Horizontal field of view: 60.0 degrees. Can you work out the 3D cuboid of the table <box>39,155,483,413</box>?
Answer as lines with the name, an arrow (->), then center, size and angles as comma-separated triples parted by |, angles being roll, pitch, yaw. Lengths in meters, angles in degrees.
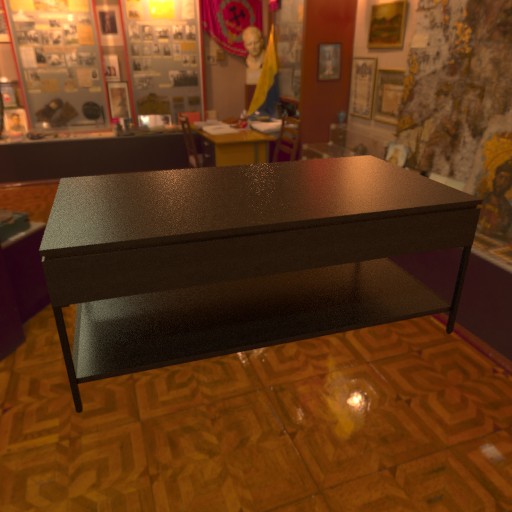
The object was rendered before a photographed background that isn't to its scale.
table -> 0.000, 0.000, 1.377 | 1.095, 0.435, 0.574 | -8, 26, -16
